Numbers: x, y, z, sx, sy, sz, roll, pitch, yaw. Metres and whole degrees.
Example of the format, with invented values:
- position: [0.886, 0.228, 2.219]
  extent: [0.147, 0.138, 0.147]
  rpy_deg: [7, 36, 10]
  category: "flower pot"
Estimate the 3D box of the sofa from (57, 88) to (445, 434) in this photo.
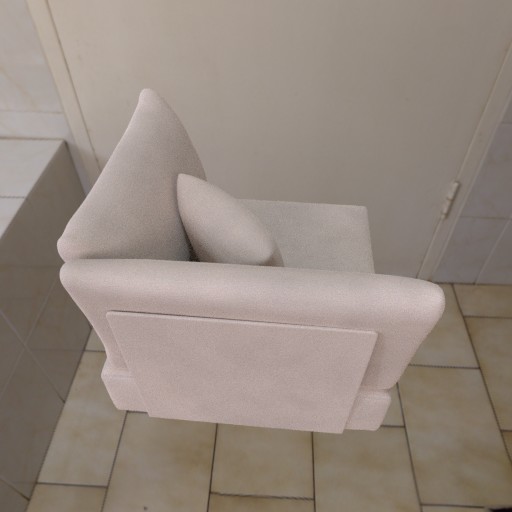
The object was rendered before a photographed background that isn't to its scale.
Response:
- position: [0.000, 0.000, 1.658]
  extent: [1.000, 0.820, 1.000]
  rpy_deg: [4, 47, 4]
  category: "sofa"
